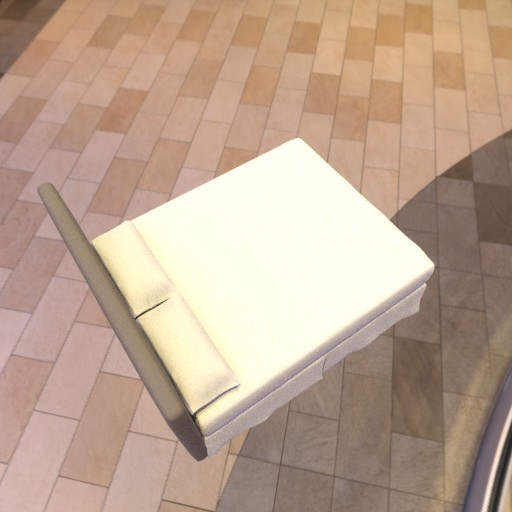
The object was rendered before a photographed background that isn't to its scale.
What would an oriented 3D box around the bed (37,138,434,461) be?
[{"bbox_3d":[0.000,0.000,3.188,2.142,1.330,1.748,-30,62,-18],"label":"bed"}]
